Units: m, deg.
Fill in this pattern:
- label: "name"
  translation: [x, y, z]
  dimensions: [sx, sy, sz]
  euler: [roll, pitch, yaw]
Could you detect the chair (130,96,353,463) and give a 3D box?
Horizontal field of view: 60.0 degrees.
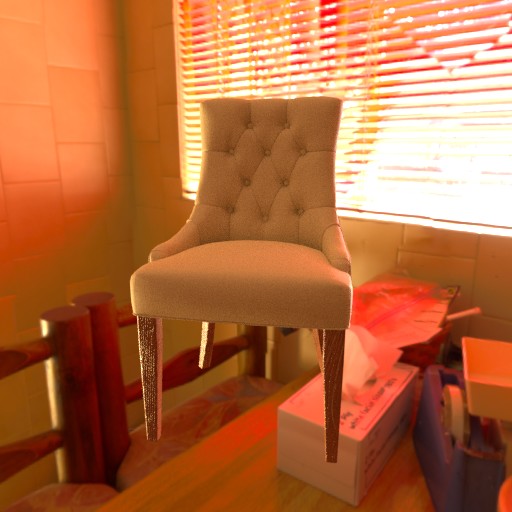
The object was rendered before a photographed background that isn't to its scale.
- label: "chair"
  translation: [0.000, 0.000, 1.216]
  dimensions: [0.509, 0.874, 0.565]
  euler: [2, 14, 10]
